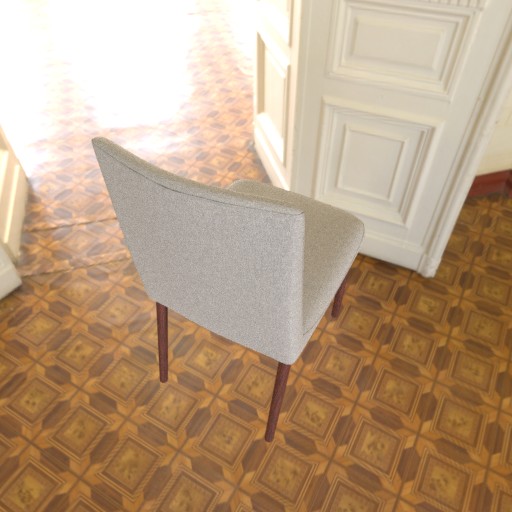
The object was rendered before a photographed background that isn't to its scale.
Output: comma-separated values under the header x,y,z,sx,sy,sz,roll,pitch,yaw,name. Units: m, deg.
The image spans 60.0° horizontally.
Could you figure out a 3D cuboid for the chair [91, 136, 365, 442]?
x,y,z,sx,sy,sz,roll,pitch,yaw,name
0.000,0.000,1.180,0.456,0.859,0.570,22,51,20,chair
